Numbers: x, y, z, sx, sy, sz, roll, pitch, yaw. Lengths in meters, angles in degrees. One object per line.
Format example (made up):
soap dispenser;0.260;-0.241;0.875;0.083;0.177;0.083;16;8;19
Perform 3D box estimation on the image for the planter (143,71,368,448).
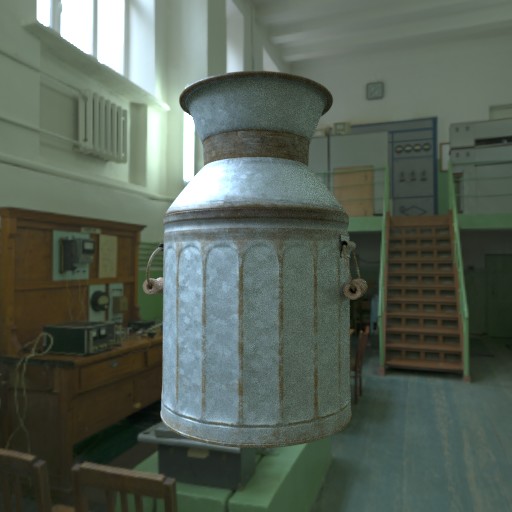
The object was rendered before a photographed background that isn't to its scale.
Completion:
planter;0.000;0.000;0.514;0.248;0.358;0.215;0;-1;18
